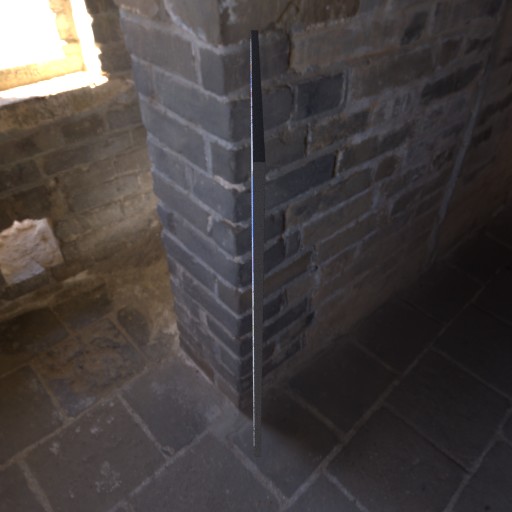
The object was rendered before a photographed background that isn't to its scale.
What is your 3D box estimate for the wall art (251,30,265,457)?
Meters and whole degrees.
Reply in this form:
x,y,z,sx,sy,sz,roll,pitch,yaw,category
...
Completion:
x,y,z,sx,sy,sz,roll,pitch,yaw,category
0.000,0.000,0.832,0.013,0.660,0.460,0,42,-1,wall art
